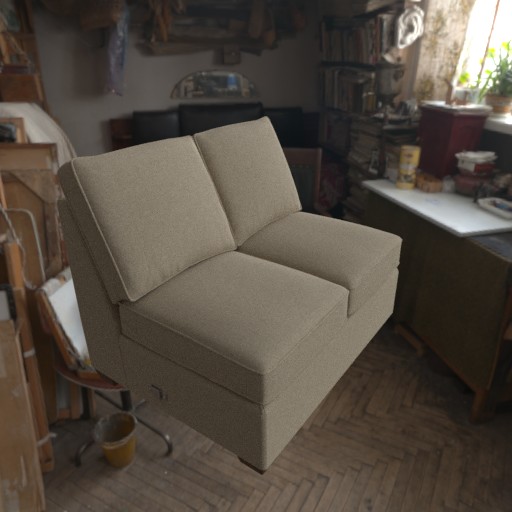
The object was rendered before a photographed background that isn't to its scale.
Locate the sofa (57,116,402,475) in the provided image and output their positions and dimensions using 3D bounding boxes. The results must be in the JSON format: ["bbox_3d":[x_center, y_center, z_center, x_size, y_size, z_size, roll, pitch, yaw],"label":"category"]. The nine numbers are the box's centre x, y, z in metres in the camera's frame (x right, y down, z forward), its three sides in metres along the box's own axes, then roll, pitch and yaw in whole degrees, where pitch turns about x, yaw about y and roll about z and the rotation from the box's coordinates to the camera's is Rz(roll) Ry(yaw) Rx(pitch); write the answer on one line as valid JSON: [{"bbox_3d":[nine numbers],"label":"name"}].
[{"bbox_3d":[0.000,0.000,1.973,0.951,1.008,1.237,17,31,32],"label":"sofa"}]
